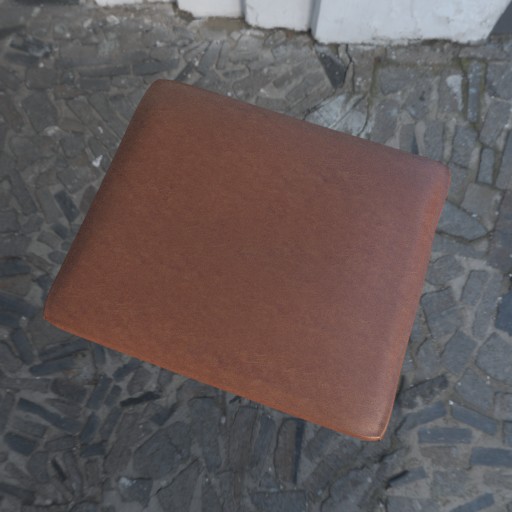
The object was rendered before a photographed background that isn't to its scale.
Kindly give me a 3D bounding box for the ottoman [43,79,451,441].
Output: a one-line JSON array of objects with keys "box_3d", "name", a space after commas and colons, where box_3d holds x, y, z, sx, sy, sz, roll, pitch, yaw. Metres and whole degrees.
[{"box_3d": [0.000, 0.000, 1.437, 0.987, 0.472, 0.836, 19, 75, 5], "name": "ottoman"}]
